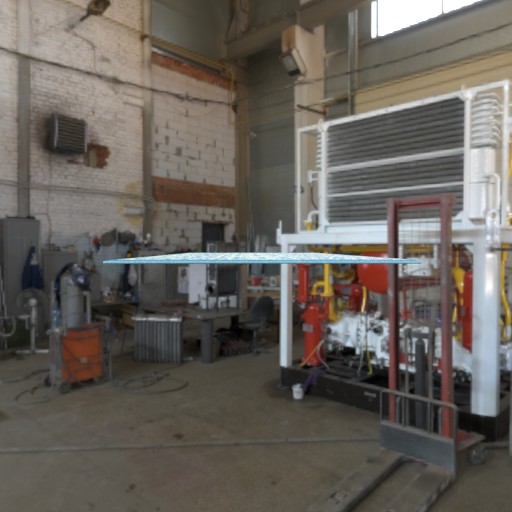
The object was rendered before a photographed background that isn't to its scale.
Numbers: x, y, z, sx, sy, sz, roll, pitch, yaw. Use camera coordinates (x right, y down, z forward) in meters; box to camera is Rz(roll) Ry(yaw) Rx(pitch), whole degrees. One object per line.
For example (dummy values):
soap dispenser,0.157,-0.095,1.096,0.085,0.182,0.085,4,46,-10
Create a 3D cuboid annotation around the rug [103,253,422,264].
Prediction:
rug,0.000,0.000,1.445,0.604,0.007,1.219,0,1,-1
